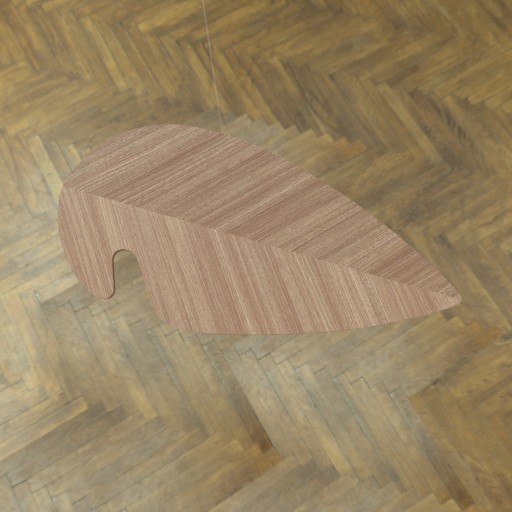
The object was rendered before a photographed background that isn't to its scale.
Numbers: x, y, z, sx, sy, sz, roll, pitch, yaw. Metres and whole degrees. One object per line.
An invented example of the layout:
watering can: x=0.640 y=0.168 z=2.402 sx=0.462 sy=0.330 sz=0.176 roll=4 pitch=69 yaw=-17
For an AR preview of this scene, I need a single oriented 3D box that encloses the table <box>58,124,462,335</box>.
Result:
table: x=0.000 y=0.000 z=1.451 sx=1.199 sy=0.360 sz=0.598 roll=16 pitch=77 yaw=4
